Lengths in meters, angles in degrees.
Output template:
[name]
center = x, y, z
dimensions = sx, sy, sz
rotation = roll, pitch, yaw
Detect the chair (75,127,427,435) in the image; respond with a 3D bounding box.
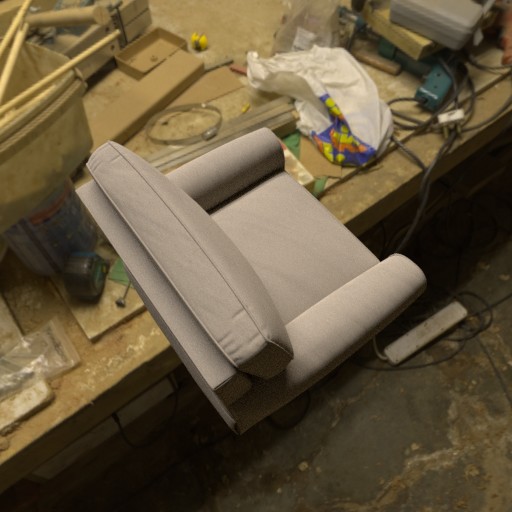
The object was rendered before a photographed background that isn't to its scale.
[chair]
center = 0.000, 0.000, 1.896
dimensions = 0.988, 1.017, 1.135
rotation = -33, 64, -18
